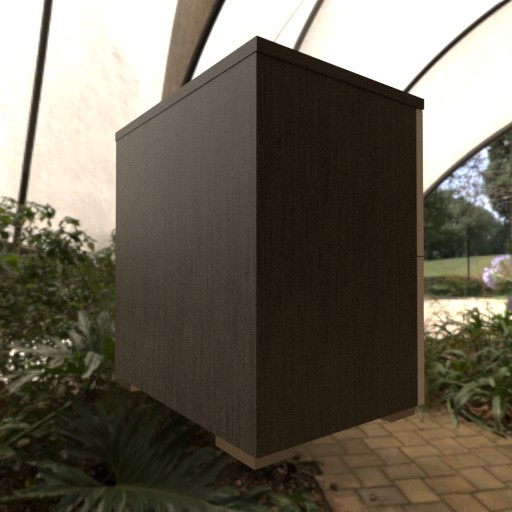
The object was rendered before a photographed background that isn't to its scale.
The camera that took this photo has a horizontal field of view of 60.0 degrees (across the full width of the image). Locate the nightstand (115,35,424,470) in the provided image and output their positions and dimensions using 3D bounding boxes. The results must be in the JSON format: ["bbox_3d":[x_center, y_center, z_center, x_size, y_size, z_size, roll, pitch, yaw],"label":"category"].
[{"bbox_3d":[0.000,0.000,0.741,0.325,0.460,0.441,1,-1,-37],"label":"nightstand"}]
